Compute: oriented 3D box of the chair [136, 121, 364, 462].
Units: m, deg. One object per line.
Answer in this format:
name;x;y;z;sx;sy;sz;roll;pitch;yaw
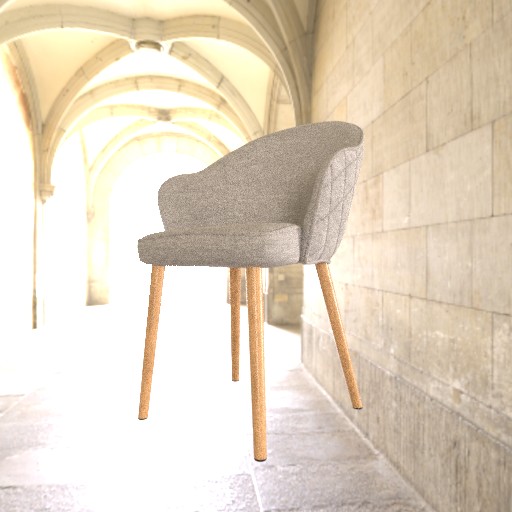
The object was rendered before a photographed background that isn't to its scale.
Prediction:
chair;0.000;0.000;1.158;0.540;0.800;0.530;0;0;37
